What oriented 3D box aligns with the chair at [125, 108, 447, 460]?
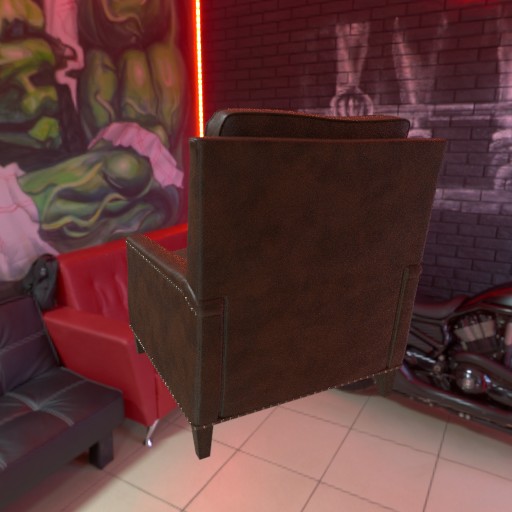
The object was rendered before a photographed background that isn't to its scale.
[{"bbox_3d":[0.000,0.000,1.765,0.854,1.054,1.035,-7,16,-27],"label":"chair"}]
